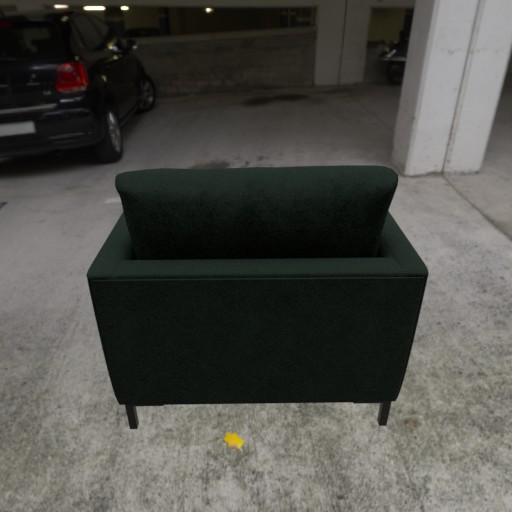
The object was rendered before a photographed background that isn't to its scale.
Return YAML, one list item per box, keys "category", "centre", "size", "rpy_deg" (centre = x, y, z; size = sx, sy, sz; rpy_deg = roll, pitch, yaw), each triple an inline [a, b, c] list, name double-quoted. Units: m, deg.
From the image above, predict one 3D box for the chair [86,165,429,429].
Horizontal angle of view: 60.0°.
- category: "chair"
  centre: [0.000, 0.000, 1.656]
  size: [0.963, 0.861, 0.866]
  rpy_deg: [0, 30, -1]
